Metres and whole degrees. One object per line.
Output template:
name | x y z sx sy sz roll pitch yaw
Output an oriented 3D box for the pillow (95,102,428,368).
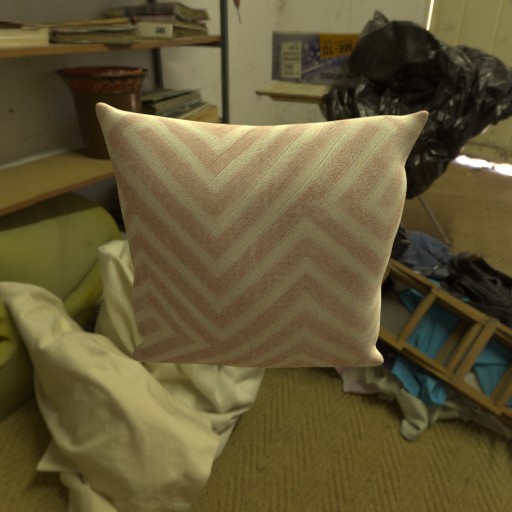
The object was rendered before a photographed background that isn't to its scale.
pillow | 0.000 0.000 0.669 0.440 0.441 0.182 1 29 2
